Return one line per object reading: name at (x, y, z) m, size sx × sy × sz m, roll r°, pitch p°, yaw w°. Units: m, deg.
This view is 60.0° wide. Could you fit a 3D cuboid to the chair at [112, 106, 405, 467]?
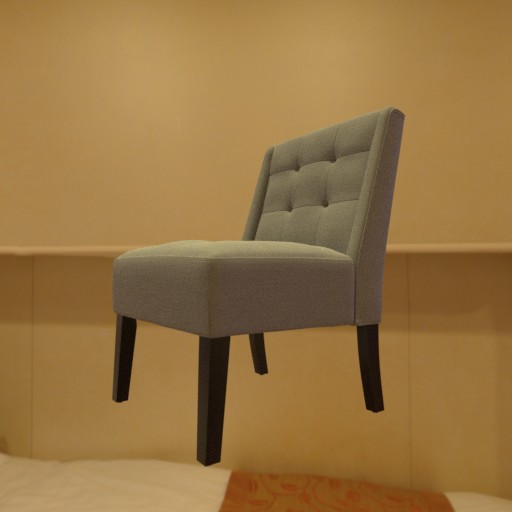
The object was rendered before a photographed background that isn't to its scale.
chair at (0.000, 0.000, 1.288) m, size 0.676 × 0.853 × 0.569 m, roll 1°, pitch -1°, yaw -37°
